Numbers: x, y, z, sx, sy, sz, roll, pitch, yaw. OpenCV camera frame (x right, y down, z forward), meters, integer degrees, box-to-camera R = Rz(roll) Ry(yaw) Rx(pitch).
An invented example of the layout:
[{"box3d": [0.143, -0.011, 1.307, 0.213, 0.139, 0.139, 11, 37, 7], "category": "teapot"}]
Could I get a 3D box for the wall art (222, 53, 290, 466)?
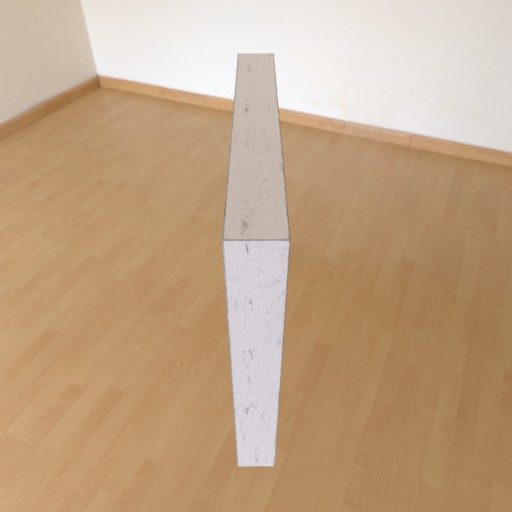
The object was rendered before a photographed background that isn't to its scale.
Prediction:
[{"box3d": [0.000, 0.000, 0.462, 0.038, 0.305, 0.305, 0, 43, 0], "category": "wall art"}]
